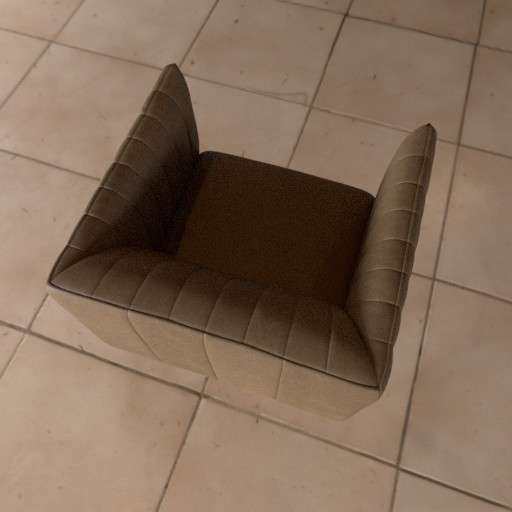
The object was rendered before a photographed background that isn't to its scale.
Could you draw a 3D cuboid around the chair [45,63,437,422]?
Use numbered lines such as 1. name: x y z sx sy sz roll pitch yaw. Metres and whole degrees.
1. chair: 0.000 0.000 1.596 0.981 0.779 0.876 16 66 8
